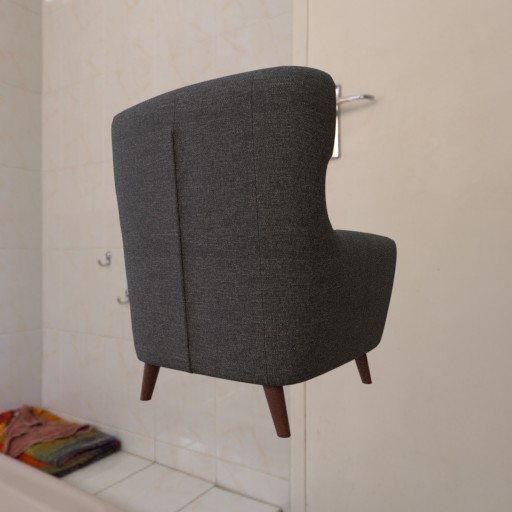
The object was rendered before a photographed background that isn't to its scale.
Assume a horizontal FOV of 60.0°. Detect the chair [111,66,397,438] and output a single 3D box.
[{"bbox_3d":[0.000,0.000,1.715,0.878,1.063,0.904,0,-1,35],"label":"chair"}]
